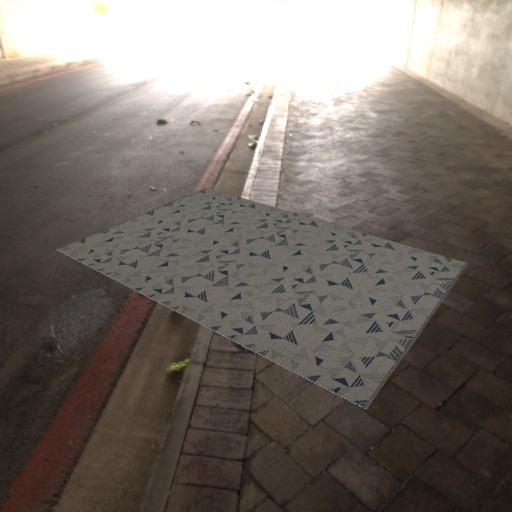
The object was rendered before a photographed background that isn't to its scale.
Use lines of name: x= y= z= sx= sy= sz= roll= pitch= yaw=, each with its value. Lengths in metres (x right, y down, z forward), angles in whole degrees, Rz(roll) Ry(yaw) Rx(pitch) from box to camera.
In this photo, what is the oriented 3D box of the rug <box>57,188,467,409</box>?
rug: x=0.000 y=0.000 z=2.351 sx=1.835 sy=0.003 sz=1.206 roll=20 pitch=35 yaw=32
